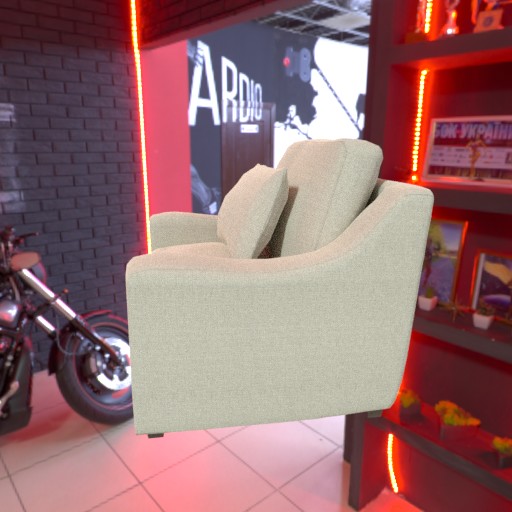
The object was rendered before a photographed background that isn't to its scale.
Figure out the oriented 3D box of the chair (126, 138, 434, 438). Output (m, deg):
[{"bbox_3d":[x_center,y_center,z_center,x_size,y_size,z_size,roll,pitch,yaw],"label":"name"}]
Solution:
[{"bbox_3d":[0.000,0.000,1.982,1.009,1.016,1.178,-2,14,-8],"label":"chair"}]
